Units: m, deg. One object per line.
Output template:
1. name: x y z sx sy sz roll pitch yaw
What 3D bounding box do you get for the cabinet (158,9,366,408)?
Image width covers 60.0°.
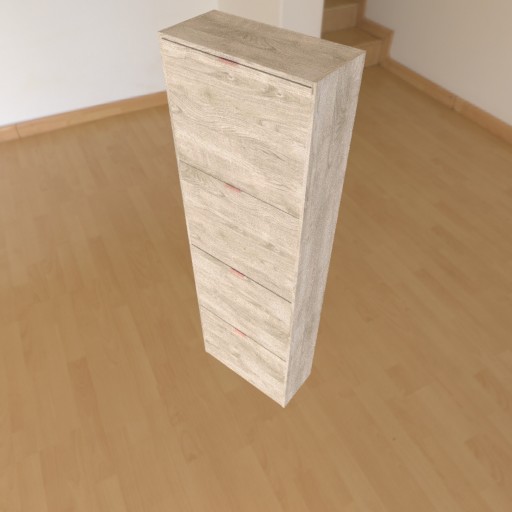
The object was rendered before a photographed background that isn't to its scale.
1. cabinet: 0.000 0.000 1.758 0.520 1.630 0.250 29 53 25
